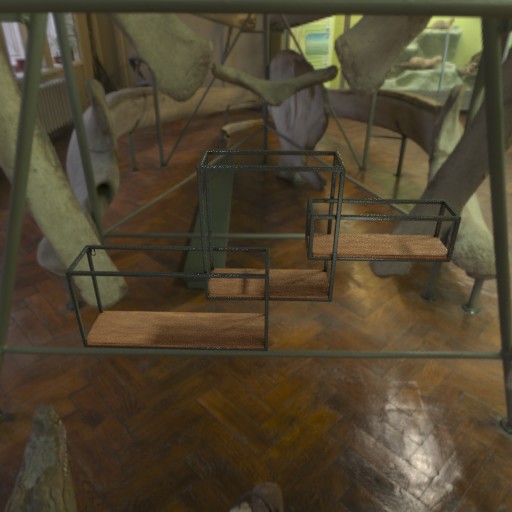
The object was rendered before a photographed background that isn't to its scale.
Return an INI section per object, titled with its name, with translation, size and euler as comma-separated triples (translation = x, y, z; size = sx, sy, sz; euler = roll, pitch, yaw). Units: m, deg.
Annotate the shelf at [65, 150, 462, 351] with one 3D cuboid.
[shelf]
translation = 0.000, 0.000, 2.152
size = 1.781, 0.972, 0.275
euler = 1, 30, 2
